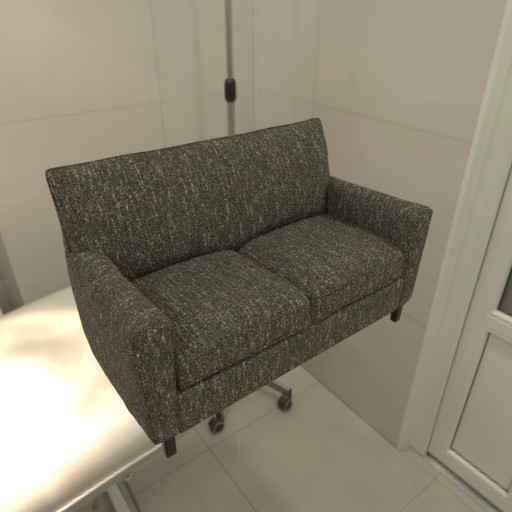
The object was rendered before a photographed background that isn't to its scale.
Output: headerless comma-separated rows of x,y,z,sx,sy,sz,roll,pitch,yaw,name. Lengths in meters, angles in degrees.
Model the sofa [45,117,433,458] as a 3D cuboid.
0.000,0.000,2.042,1.519,0.946,0.801,-21,36,-31,sofa
